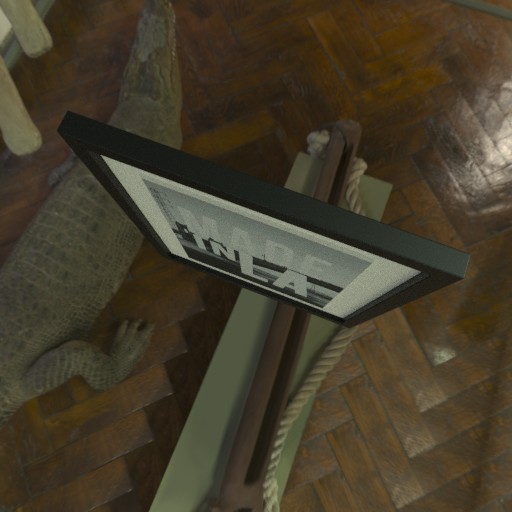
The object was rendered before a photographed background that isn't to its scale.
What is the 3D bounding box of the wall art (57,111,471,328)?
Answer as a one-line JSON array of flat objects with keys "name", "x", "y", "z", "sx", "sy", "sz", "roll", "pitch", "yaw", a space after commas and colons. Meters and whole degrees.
[{"name": "wall art", "x": 0.000, "y": 0.000, "z": 0.736, "sx": 0.457, "sy": 0.559, "sz": 0.028, "roll": 21, "pitch": 77, "yaw": 5}]
